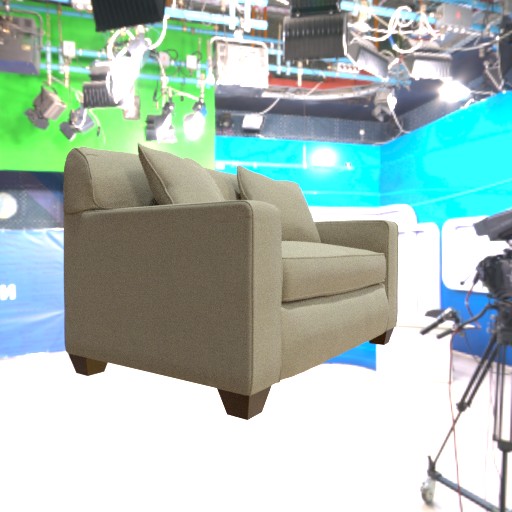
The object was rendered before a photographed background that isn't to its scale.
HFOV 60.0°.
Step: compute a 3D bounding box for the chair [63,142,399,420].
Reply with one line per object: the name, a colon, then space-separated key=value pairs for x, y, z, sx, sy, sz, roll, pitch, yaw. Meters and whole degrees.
chair: x=0.000 y=0.000 z=2.092 sx=1.000 sy=0.948 sz=1.383 roll=1 pitch=2 yaw=35
